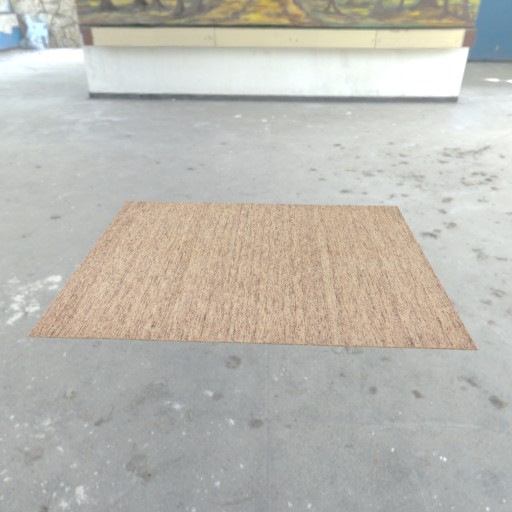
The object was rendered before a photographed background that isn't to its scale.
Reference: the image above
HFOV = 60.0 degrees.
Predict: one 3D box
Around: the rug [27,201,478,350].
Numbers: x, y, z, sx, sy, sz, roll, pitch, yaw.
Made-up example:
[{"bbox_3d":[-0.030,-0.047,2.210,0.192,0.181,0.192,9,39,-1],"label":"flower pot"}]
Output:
[{"bbox_3d":[0.000,0.000,4.198,3.205,0.013,2.448,1,30,2],"label":"rug"}]
